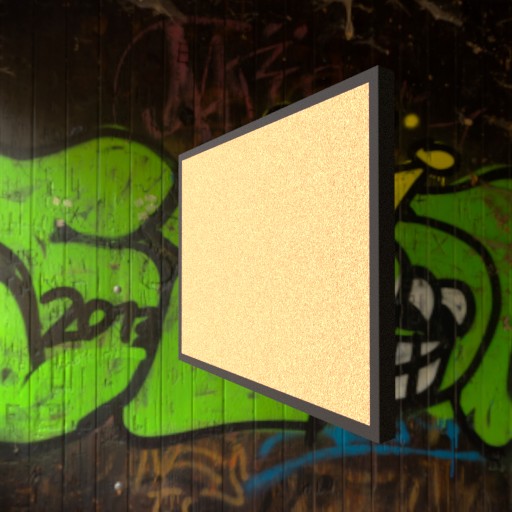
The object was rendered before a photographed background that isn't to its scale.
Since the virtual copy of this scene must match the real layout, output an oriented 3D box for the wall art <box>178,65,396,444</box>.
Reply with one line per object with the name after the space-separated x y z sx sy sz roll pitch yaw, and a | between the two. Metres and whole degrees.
0.000 0.000 0.766 0.030 0.454 0.554 0 -1 -35 | wall art
